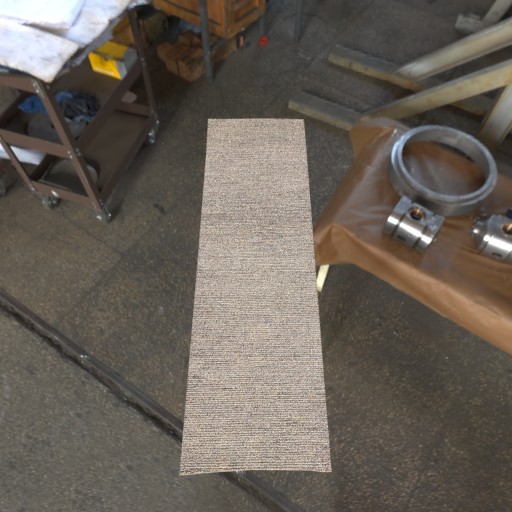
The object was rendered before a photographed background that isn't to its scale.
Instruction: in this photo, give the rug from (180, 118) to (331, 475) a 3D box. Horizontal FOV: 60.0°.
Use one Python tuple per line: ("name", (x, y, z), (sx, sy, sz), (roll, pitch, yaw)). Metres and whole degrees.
("rug", (0.000, 0.000, 2.625), (0.697, 0.013, 2.335), (0, 59, 0))
